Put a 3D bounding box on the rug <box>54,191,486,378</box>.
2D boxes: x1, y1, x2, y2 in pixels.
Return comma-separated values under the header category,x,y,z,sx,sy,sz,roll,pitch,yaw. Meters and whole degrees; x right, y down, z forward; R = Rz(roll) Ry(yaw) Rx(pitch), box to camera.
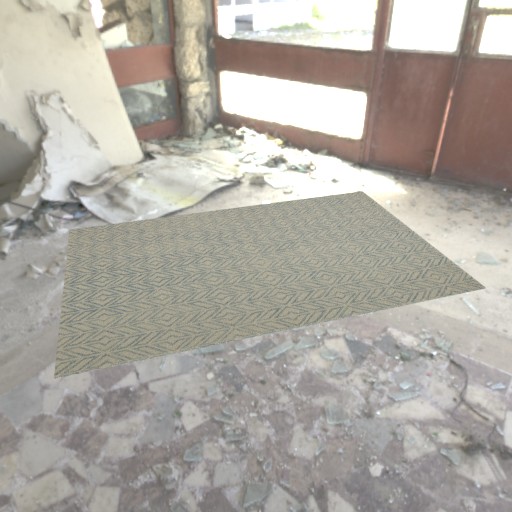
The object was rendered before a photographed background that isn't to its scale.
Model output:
category,x,y,z,sx,sy,sz,roll,pitch,yaw
rug,0.000,0.000,2.994,2.441,0.008,1.526,-9,33,-15
